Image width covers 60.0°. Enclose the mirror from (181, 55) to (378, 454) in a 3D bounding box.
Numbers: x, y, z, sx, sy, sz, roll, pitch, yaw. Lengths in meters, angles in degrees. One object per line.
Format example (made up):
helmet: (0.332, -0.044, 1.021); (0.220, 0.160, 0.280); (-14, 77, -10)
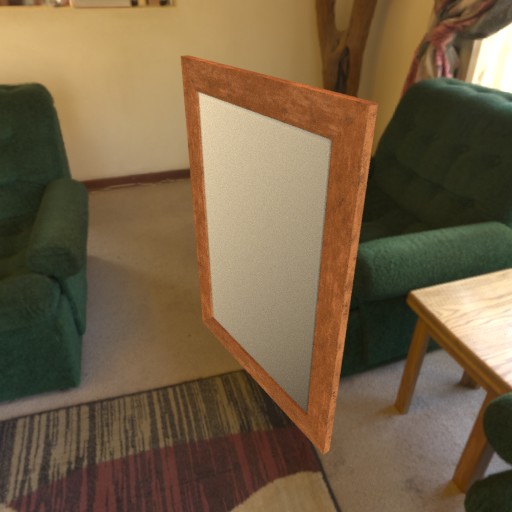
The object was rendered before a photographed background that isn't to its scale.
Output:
mirror: (0.000, 0.000, 1.423); (0.028, 1.099, 0.796); (-20, 37, -29)
